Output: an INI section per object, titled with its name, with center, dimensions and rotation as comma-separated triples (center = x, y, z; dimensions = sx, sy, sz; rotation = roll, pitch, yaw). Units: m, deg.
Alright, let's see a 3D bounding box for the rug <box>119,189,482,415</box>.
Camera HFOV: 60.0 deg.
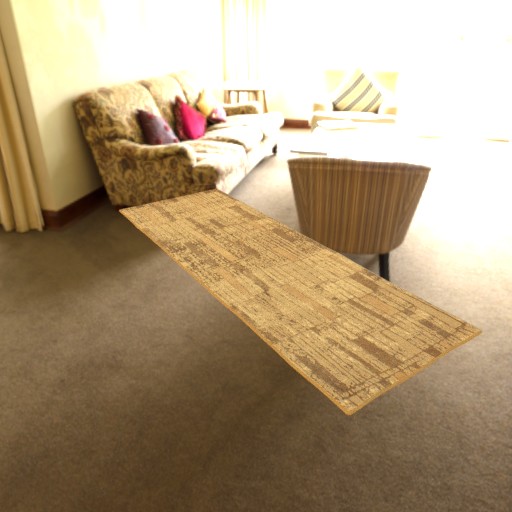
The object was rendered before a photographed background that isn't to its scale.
[rug]
center = 0.000, 0.000, 2.656
dimensions = 0.857, 0.018, 2.383
rotation = -18, 33, -30
